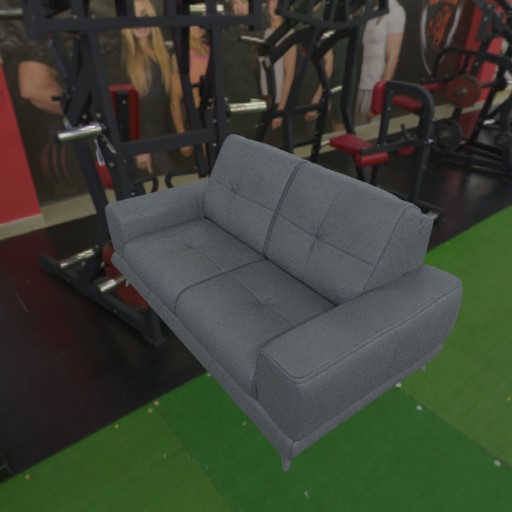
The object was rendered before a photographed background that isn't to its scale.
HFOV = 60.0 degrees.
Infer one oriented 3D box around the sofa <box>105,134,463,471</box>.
[{"bbox_3d":[0.000,0.000,2.343,1.018,0.907,1.806,-21,37,-31],"label":"sofa"}]
